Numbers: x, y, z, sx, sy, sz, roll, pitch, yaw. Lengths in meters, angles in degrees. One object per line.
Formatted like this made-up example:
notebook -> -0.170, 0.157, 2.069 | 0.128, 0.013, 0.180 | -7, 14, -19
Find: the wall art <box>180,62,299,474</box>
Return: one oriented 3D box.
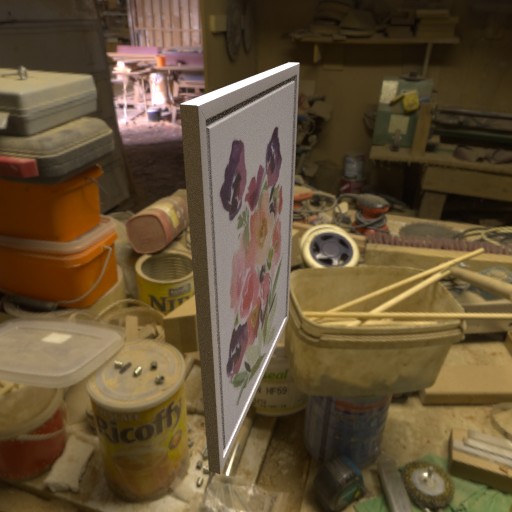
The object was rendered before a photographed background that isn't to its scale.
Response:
wall art -> 0.000, 0.000, 1.404 | 0.042, 1.056, 0.805 | 9, 30, 16
